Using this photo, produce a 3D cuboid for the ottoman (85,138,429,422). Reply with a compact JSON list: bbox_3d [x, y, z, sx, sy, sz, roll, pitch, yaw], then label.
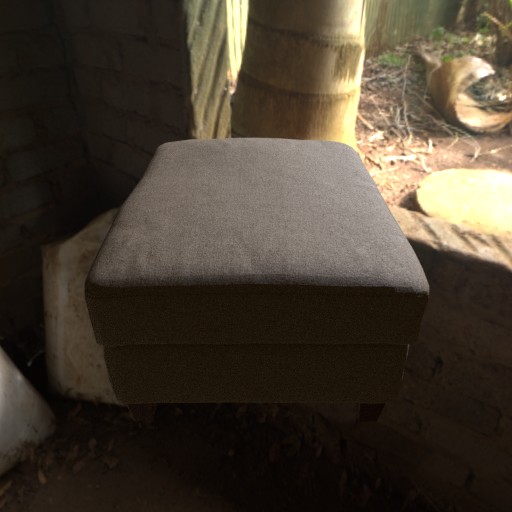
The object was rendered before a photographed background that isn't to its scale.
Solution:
[{"bbox_3d":[0.000,0.000,1.306,0.692,0.511,0.889,0,33,0],"label":"ottoman"}]
